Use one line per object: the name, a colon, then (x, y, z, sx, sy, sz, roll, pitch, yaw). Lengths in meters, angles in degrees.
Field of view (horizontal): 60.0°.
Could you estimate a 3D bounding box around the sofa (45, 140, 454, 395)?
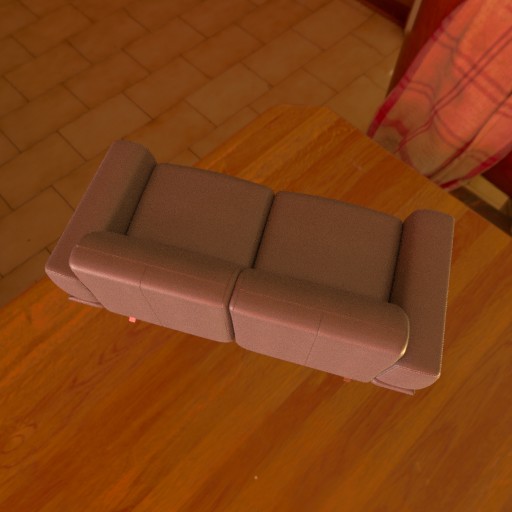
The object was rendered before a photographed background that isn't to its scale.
sofa: (0.000, 0.000, 2.336, 1.901, 0.772, 0.900, 14, 64, 7)
